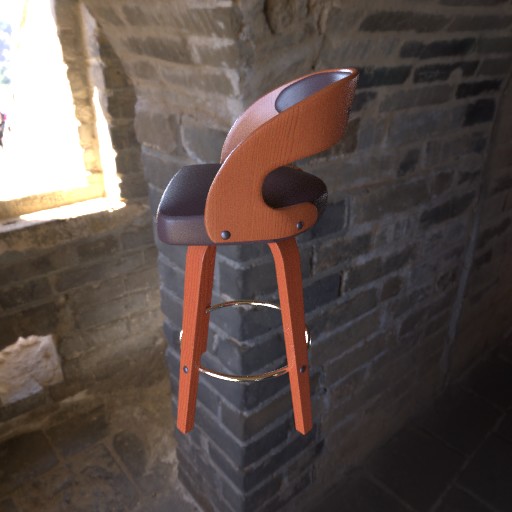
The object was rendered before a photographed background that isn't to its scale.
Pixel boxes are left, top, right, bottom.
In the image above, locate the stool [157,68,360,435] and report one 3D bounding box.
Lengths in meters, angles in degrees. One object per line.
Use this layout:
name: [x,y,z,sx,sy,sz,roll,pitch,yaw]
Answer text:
stool: [0.000,0.000,1.204,0.457,0.940,0.457,0,27,0]
